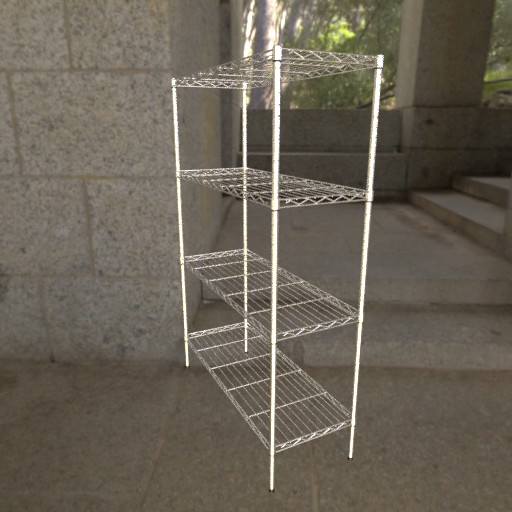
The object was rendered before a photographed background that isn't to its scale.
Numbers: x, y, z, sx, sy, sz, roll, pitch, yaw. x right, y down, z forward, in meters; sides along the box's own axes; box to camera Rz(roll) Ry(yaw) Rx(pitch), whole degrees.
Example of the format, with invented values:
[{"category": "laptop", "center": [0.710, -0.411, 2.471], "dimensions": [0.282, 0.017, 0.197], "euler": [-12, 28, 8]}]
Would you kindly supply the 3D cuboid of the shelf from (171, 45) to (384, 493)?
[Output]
[{"category": "shelf", "center": [0.000, 0.000, 1.737], "dimensions": [0.352, 1.360, 0.907], "euler": [-8, 18, -26]}]
